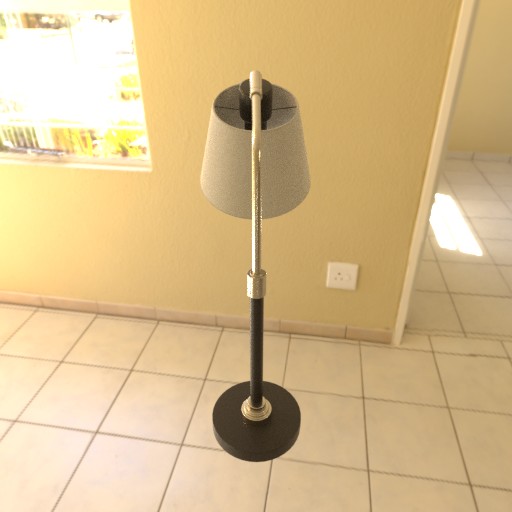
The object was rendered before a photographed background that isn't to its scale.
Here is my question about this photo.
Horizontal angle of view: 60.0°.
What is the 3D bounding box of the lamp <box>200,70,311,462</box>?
[{"bbox_3d":[0.000,0.000,0.700,0.181,0.539,0.348,0,31,0],"label":"lamp"}]
